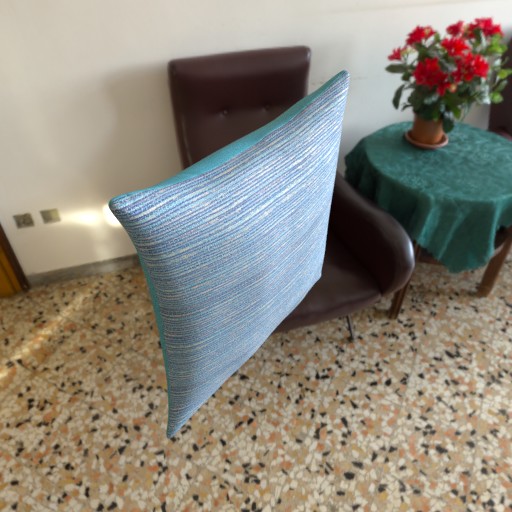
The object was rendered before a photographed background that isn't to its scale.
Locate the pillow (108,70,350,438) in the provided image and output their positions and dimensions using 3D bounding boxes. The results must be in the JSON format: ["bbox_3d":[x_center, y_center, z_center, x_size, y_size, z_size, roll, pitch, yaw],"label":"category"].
[{"bbox_3d":[0.000,0.000,0.765,0.150,0.497,0.514,26,48,27],"label":"pillow"}]
